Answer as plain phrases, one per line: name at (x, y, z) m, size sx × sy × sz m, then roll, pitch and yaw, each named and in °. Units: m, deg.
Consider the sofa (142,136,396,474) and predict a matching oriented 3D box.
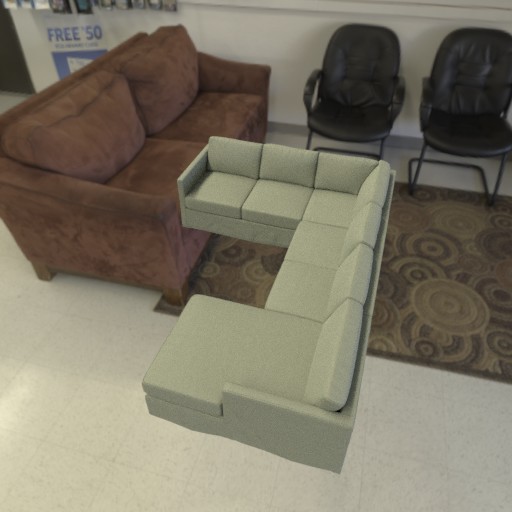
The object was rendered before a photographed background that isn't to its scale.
sofa at (0.000, 0.000, 4.514) m, size 2.427 × 0.882 × 3.460 m, roll 12°, pitch 43°, yaw 13°
